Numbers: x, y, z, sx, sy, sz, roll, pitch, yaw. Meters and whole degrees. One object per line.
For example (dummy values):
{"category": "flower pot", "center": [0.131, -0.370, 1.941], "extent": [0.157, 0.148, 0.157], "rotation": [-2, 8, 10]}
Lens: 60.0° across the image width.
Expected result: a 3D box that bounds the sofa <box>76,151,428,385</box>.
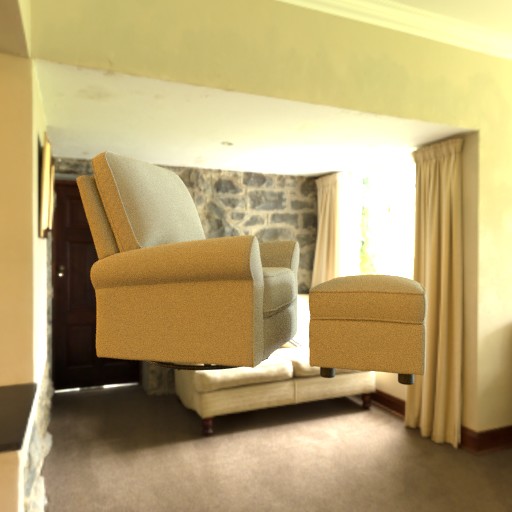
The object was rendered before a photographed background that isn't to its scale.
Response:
{"category": "sofa", "center": [0.000, 0.000, 2.074], "extent": [1.478, 0.959, 0.880], "rotation": [0, 0, 18]}
